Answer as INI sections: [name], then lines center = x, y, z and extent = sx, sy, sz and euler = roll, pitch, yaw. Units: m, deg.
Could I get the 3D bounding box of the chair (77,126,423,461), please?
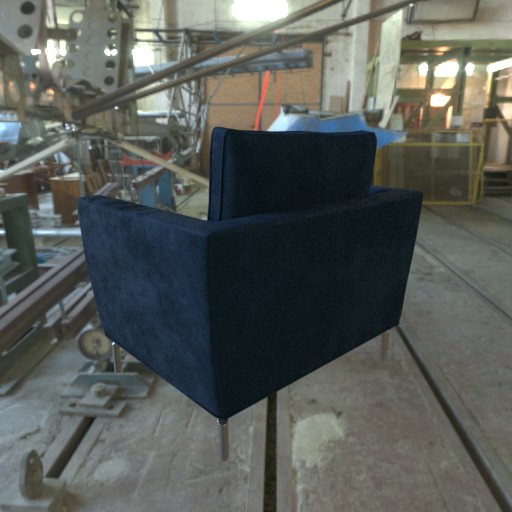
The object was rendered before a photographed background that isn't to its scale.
[chair]
center = 0.000, 0.000, 1.596
extent = 0.977, 0.893, 0.746
euler = -14, 22, -41
